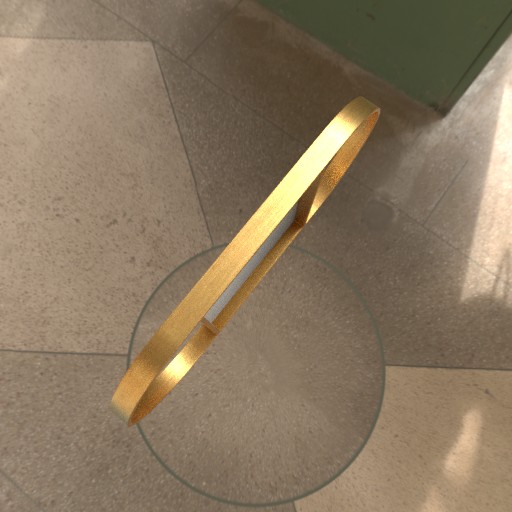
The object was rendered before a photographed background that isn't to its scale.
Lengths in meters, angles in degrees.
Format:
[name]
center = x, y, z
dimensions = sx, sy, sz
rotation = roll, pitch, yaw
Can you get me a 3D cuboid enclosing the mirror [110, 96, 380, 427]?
[mirror]
center = 0.000, 0.000, 0.662
dimensions = 0.032, 0.254, 0.584
rotation = 37, 79, 8
